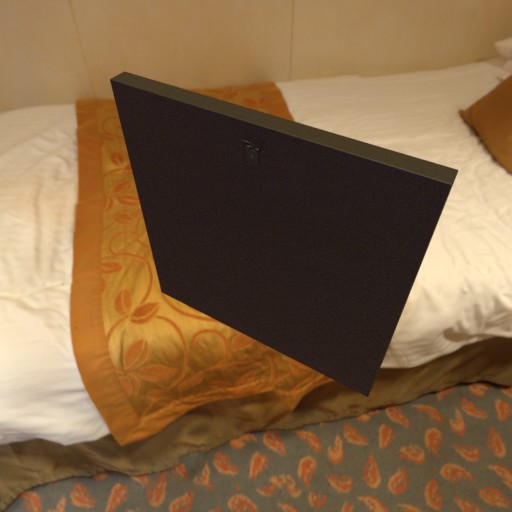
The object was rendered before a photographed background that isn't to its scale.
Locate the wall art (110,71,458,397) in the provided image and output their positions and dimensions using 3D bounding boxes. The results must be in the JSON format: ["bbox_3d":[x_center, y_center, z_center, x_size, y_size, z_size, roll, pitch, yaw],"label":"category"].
[{"bbox_3d":[0.000,0.000,0.525,0.349,0.349,0.038,23,51,21],"label":"wall art"}]
